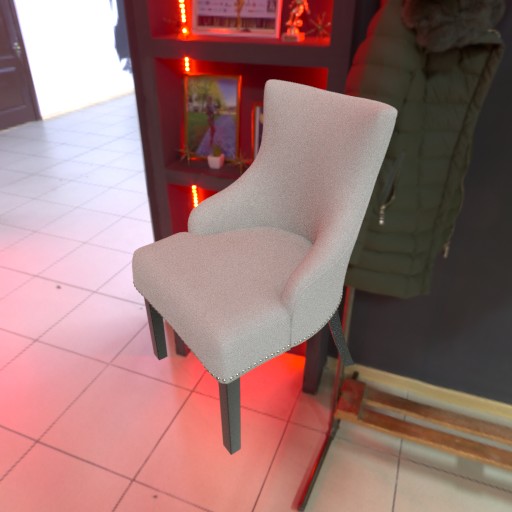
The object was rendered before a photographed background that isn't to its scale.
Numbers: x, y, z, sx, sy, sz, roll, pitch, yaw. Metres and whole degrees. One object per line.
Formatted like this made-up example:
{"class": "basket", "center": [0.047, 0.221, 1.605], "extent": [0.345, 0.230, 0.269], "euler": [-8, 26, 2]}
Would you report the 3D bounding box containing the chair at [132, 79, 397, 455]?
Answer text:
{"class": "chair", "center": [0.000, 0.000, 1.354], "extent": [0.629, 0.909, 0.566], "euler": [-21, 37, -30]}
